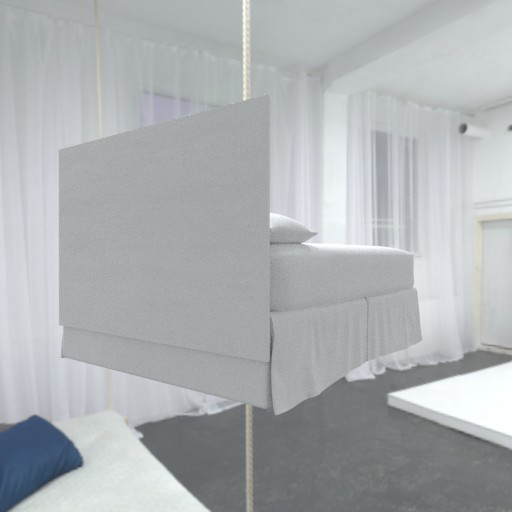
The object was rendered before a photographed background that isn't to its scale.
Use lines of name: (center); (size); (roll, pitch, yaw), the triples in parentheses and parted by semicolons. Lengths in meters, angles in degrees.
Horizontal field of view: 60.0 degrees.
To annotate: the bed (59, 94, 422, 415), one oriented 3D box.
bed: (0.000, 0.000, 3.162); (1.745, 1.335, 2.094); (0, 0, 37)
